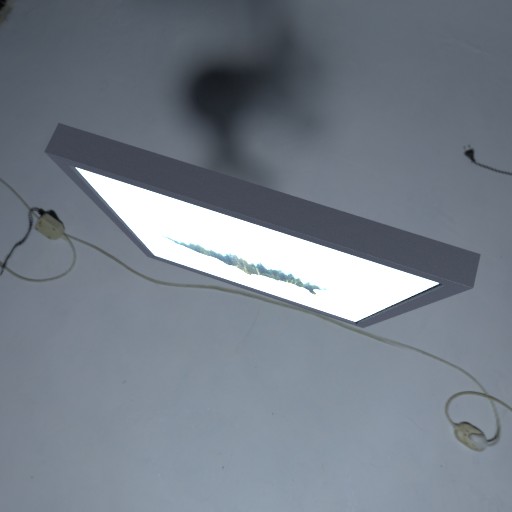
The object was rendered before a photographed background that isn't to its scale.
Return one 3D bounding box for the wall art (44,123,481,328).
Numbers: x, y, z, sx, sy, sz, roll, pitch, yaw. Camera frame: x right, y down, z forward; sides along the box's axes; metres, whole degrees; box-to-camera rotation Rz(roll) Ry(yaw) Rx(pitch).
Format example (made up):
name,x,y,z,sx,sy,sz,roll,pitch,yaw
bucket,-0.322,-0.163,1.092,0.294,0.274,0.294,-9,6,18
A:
name,x,y,z,sx,sy,sz,roll,pitch,yaw
wall art,0.000,0.000,0.750,0.509,0.509,0.040,18,77,4
